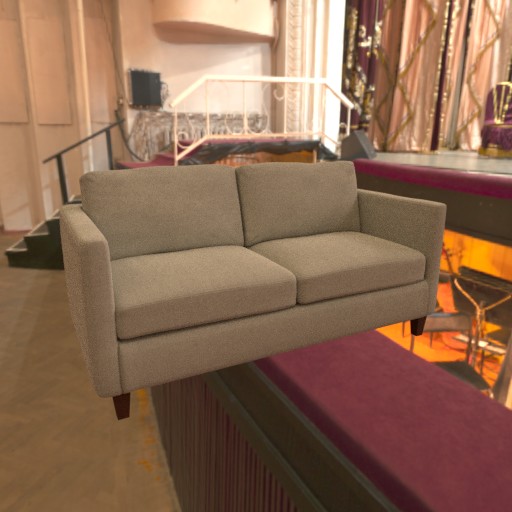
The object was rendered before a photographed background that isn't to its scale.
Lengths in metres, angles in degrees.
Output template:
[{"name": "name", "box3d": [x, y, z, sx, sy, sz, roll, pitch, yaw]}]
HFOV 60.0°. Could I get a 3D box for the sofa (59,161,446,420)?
[{"name": "sofa", "box3d": [0.000, 0.000, 2.422, 1.884, 0.963, 0.950, -8, 17, -26]}]
